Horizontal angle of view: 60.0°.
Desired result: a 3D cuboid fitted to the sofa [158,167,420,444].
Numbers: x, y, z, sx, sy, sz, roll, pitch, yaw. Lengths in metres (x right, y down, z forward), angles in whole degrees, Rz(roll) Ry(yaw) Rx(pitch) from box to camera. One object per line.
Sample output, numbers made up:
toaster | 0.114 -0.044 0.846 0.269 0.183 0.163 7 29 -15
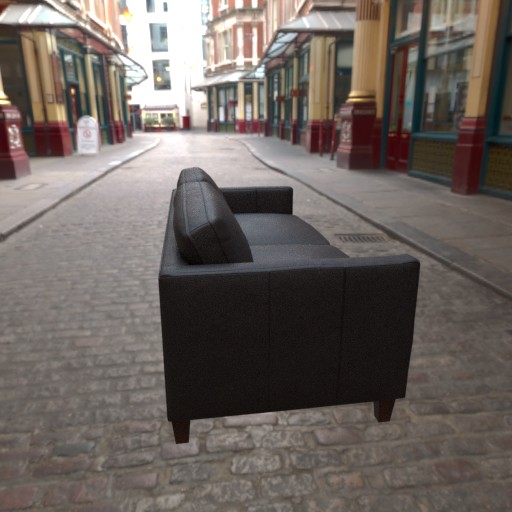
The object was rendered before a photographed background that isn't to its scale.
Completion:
sofa | 0.000 0.000 2.439 0.933 0.863 1.971 -3 17 -9
